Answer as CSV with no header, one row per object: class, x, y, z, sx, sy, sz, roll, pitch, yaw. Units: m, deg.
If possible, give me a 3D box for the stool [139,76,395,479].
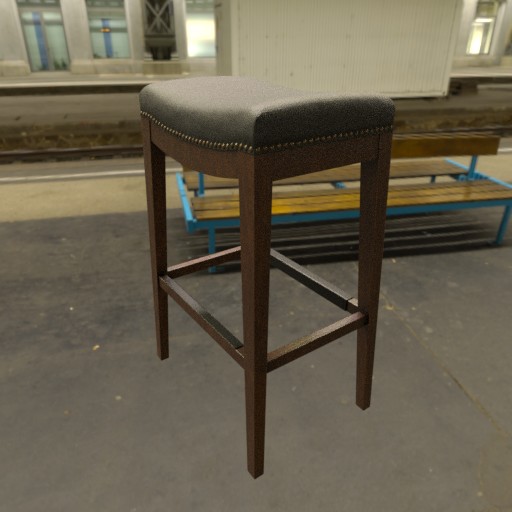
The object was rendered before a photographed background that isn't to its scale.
stool,0.000,0.000,1.052,0.361,0.765,0.500,-18,31,-31
